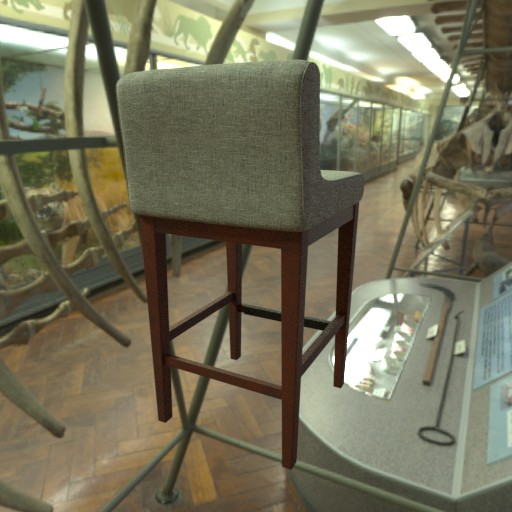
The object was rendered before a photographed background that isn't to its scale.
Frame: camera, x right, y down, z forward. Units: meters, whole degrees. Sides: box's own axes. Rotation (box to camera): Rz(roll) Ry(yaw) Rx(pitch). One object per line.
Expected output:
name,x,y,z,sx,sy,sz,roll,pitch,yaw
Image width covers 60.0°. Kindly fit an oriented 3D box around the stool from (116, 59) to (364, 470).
stool,0.000,0.000,1.099,0.417,0.835,0.459,8,18,27
